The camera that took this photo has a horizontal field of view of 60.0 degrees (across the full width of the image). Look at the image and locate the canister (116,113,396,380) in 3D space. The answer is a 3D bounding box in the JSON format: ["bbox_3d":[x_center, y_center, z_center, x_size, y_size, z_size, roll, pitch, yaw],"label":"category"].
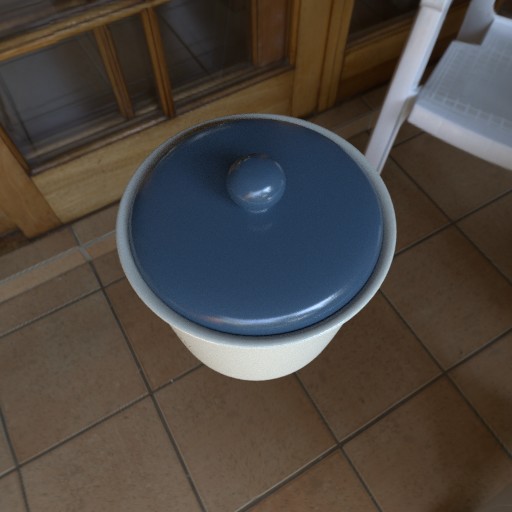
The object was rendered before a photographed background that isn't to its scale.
[{"bbox_3d":[0.000,0.000,0.341,0.182,0.208,0.182,0,61,0],"label":"canister"}]
